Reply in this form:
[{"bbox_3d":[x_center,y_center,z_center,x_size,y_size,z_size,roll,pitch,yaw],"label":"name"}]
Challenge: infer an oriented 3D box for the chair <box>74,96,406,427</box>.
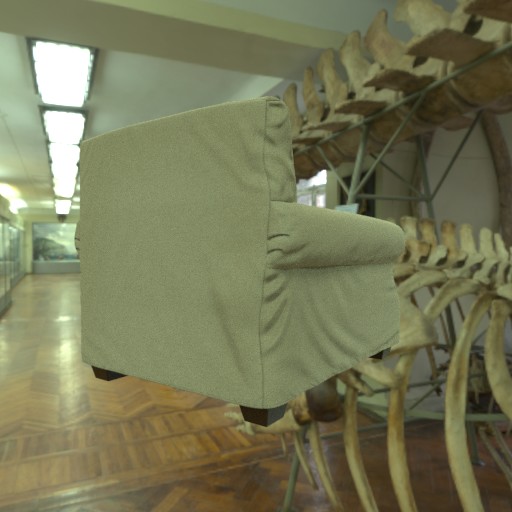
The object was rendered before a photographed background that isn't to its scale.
[{"bbox_3d":[0.000,0.000,1.736,0.940,0.866,1.066,1,2,36],"label":"chair"}]
